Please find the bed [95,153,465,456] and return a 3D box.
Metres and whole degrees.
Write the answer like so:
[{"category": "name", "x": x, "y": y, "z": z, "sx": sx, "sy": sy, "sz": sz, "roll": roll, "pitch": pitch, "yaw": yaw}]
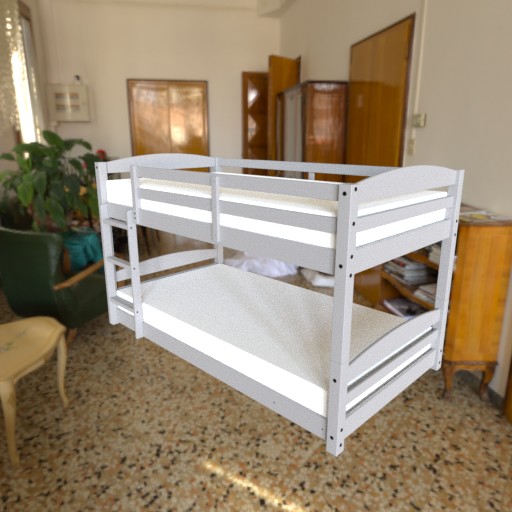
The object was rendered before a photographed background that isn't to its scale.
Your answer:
[{"category": "bed", "x": 0.000, "y": 0.000, "z": 2.790, "sx": 2.013, "sy": 1.206, "sz": 1.105, "roll": 15, "pitch": 21, "yaw": 43}]
